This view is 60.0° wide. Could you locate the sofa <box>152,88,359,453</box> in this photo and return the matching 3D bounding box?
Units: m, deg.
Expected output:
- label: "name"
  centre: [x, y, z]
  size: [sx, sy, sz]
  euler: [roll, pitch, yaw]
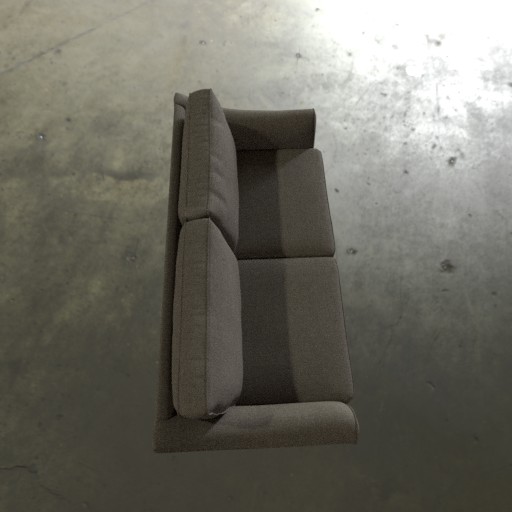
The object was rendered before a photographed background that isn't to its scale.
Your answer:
- label: "sofa"
  centre: [0.000, 0.000, 2.706]
  size: [1.013, 0.976, 2.203]
  euler: [-2, 63, -1]
